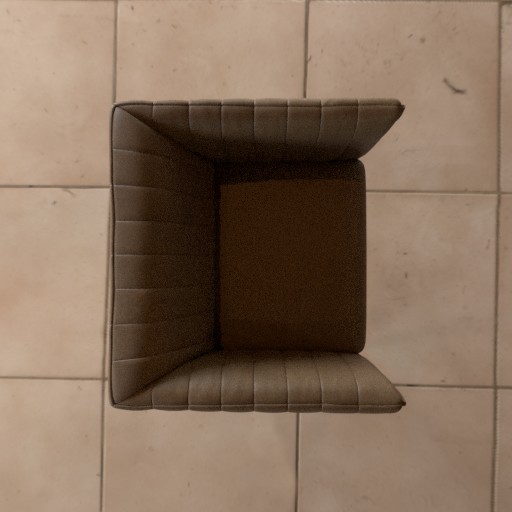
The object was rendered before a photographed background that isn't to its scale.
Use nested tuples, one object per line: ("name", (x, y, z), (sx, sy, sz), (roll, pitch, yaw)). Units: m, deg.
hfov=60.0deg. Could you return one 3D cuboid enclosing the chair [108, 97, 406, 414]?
("chair", (0.000, 0.000, 1.655), (0.876, 0.779, 0.981), (0, 89, 0))
